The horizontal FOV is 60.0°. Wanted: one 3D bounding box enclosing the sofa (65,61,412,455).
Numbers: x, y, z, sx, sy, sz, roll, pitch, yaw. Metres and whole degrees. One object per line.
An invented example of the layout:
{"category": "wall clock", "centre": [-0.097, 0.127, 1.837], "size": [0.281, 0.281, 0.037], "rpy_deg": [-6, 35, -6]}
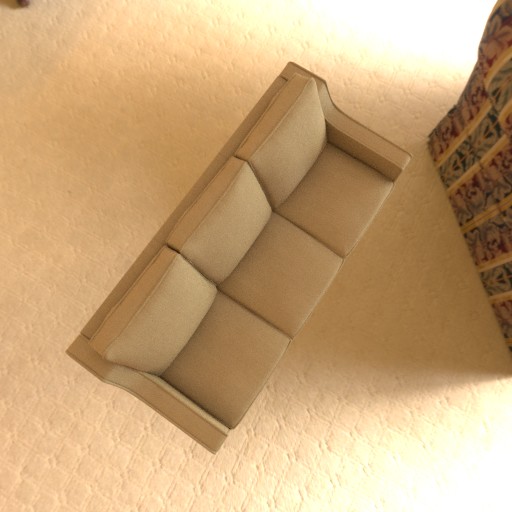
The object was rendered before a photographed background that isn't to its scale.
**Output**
{"category": "sofa", "centre": [0.000, 0.000, 2.612], "size": [0.911, 0.974, 1.986], "rpy_deg": [34, 79, 8]}
